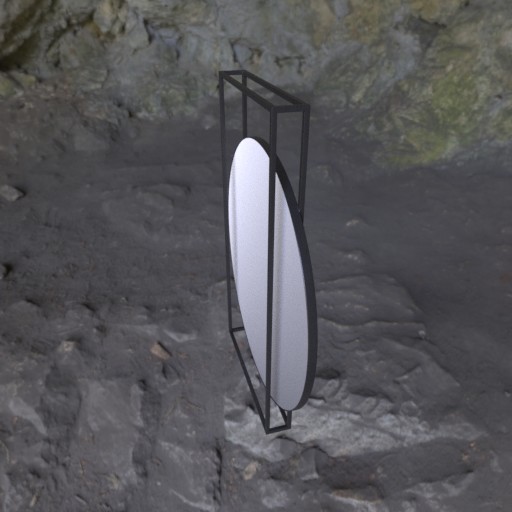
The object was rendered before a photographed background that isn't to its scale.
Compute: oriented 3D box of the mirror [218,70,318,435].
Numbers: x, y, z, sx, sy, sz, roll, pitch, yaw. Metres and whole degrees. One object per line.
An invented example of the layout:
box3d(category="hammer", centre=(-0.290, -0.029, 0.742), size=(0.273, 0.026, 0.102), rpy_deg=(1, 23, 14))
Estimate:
box3d(category="mirror", centre=(0.000, 0.000, 0.826), size=(0.051, 0.603, 0.508), rpy_deg=(-8, 31, -14))
